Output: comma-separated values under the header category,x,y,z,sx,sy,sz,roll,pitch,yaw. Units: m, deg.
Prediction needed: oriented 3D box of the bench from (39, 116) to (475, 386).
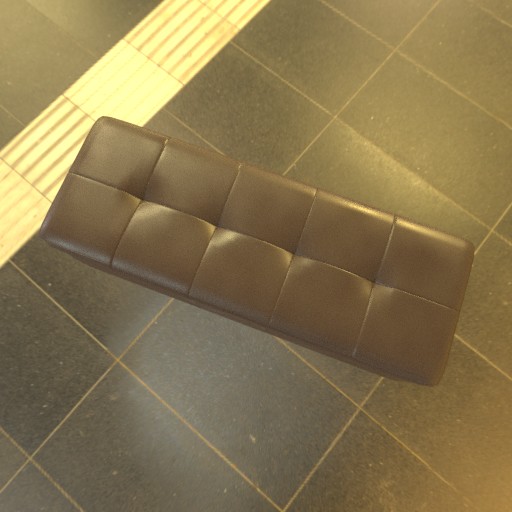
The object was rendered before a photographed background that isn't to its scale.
category,x,y,z,sx,sy,sz,roll,pitch,yaw
bench,0.000,0.000,1.469,1.219,0.417,0.450,20,76,5
